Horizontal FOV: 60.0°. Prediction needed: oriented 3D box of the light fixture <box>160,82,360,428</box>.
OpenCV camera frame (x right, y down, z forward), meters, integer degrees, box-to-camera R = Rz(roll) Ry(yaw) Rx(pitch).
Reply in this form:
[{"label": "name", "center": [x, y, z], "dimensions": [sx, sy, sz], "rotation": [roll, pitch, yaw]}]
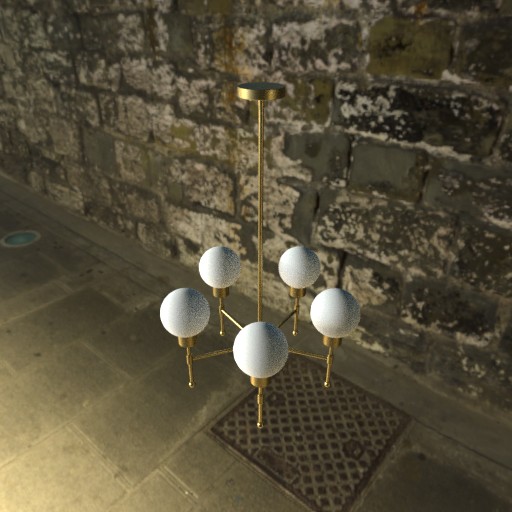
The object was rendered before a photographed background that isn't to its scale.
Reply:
[{"label": "light fixture", "center": [0.000, 0.000, 1.826], "dimensions": [0.815, 1.331, 0.785], "rotation": [-20, 35, -31]}]
